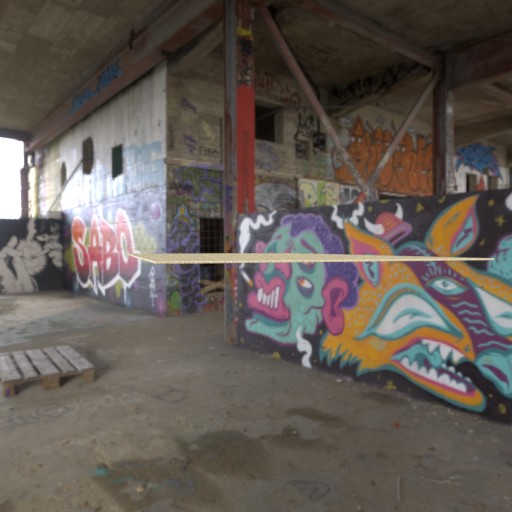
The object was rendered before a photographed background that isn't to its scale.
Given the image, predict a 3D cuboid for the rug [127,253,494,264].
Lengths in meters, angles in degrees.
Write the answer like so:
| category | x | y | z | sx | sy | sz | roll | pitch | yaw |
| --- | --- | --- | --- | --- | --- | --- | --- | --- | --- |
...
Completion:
| category | x | y | z | sx | sy | sz | roll | pitch | yaw |
| --- | --- | --- | --- | --- | --- | --- | --- | --- | --- |
| rug | 0.000 | 0.000 | 2.159 | 1.143 | 0.006 | 1.747 | 0 | 1 | -19 |
